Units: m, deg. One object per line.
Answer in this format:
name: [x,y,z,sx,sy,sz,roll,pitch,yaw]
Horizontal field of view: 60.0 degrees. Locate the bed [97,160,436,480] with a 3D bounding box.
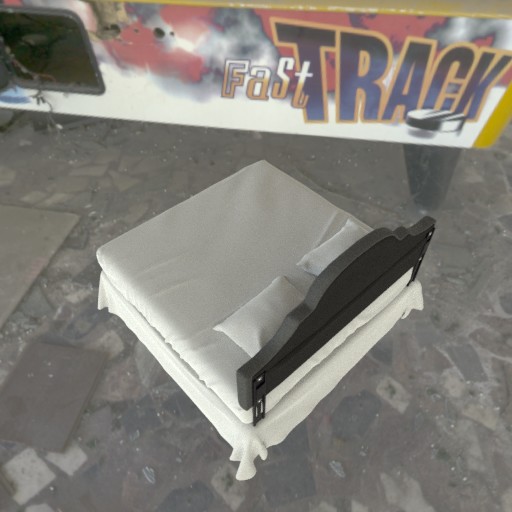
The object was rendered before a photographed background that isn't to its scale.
bed: [0.000,0.000,3.723,2.303,1.631,2.222,-34,55,-28]
